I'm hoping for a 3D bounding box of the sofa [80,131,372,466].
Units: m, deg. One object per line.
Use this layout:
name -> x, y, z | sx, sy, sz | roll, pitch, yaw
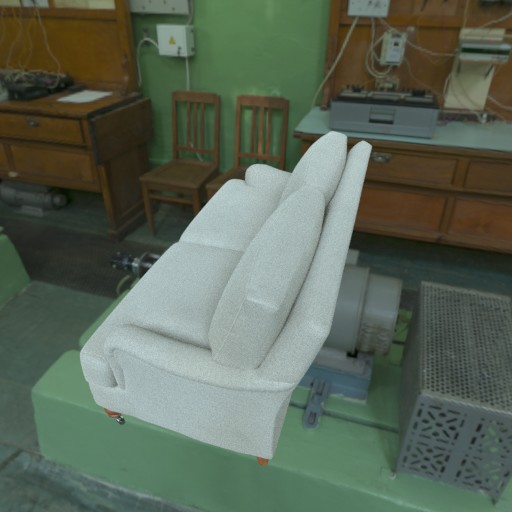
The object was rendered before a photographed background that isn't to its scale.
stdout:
sofa -> 0.000, 0.000, 2.606 | 1.091, 0.997, 2.070 | 9, 34, 14
